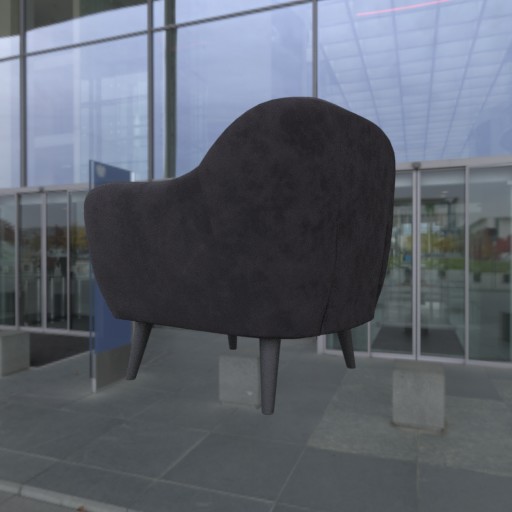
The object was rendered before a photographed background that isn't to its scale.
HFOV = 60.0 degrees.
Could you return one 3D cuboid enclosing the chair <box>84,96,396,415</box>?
[{"bbox_3d":[0.000,0.000,1.500,0.819,0.807,0.840,0,1,35],"label":"chair"}]
